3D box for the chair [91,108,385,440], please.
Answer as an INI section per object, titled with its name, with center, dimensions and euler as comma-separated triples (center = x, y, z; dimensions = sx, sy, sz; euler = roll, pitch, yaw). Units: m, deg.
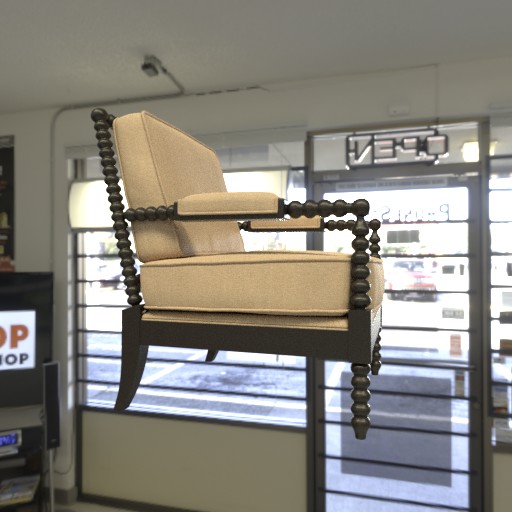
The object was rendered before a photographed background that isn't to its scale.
[chair]
center = 0.000, 0.000, 1.178
dimensions = 0.657, 0.703, 0.555
euler = 0, 0, 18
